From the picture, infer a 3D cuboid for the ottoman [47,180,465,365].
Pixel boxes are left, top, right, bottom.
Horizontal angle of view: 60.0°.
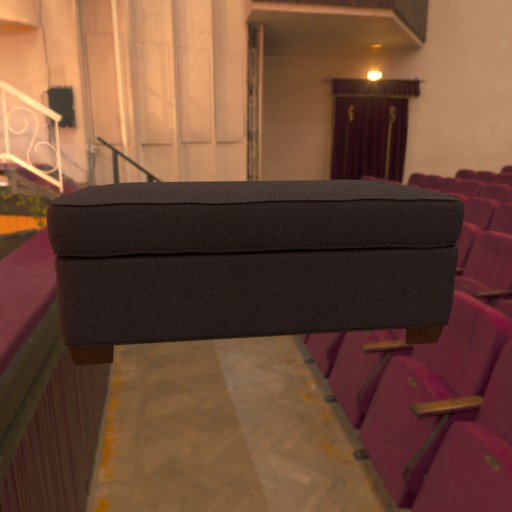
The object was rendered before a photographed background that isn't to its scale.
[{"bbox_3d":[0.000,0.000,1.408,1.110,0.460,0.515,-2,14,-8],"label":"ottoman"}]
